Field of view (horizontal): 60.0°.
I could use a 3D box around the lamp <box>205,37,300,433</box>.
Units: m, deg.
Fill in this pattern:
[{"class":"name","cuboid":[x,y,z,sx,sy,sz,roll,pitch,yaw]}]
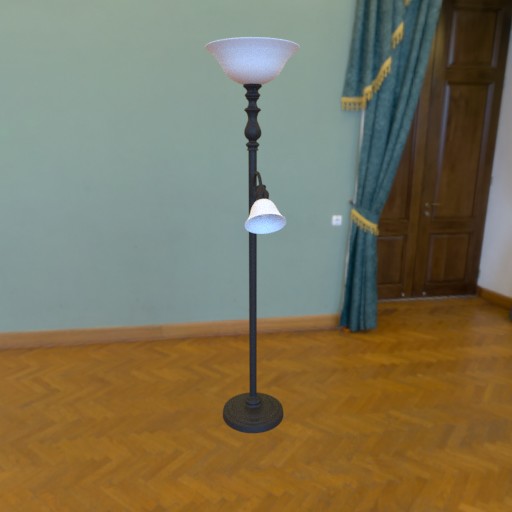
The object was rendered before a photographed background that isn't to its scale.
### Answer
[{"class":"lamp","cuboid":[0.000,0.000,2.035,0.405,1.793,0.588,-2,15,-9]}]
